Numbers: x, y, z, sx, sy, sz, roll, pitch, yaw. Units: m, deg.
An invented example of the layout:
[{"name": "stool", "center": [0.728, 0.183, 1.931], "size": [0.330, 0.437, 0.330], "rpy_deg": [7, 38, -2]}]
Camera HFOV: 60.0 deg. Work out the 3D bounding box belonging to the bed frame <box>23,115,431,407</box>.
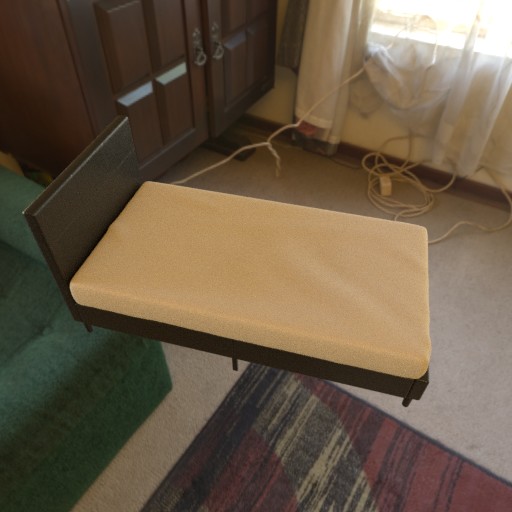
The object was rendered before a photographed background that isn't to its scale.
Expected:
[{"name": "bed frame", "center": [0.000, 0.000, 2.537], "size": [2.152, 1.046, 1.038], "rpy_deg": [11, 46, 10]}]
